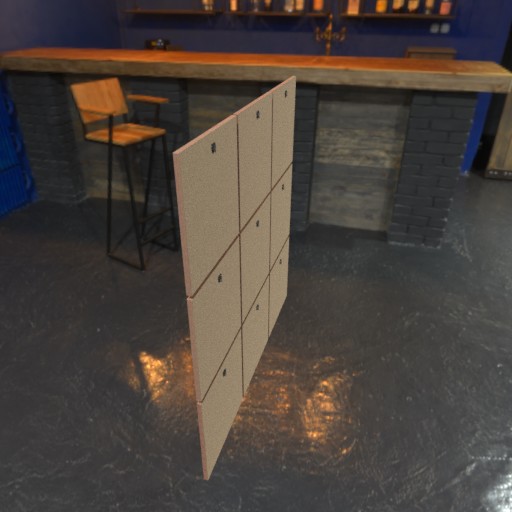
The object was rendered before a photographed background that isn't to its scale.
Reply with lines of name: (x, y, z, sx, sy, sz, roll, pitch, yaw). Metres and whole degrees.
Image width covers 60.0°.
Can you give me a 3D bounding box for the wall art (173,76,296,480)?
wall art: (0.000, 0.000, 1.350, 0.018, 0.904, 0.906, 9, 31, 15)
